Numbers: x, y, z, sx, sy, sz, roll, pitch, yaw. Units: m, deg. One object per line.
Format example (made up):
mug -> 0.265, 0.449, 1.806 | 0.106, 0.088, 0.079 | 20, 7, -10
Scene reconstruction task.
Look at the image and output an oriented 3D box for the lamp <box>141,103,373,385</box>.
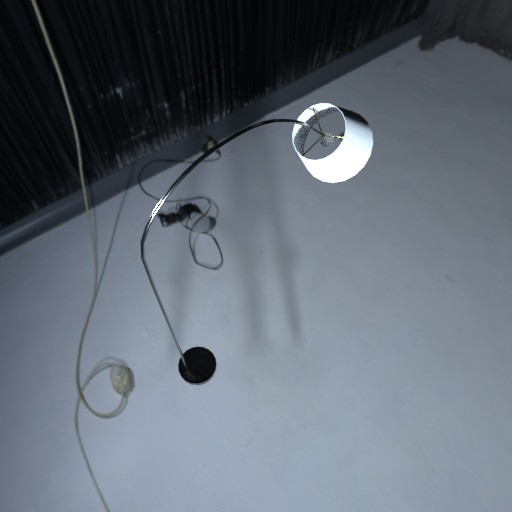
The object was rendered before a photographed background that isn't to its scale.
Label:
lamp -> 0.000, 0.000, 2.739 | 1.445, 2.098, 0.406 | -34, 64, -19
